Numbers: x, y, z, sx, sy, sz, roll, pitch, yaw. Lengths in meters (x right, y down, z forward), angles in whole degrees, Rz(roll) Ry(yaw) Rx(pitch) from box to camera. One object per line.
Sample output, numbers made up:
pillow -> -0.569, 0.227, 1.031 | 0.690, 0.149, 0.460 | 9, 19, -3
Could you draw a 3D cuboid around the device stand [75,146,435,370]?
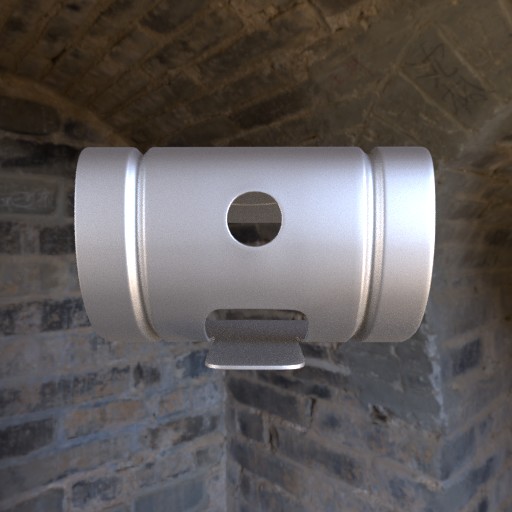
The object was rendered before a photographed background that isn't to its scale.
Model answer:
device stand -> 0.000, 0.000, 0.406 | 0.256, 0.155, 0.236 | 0, 0, 1
